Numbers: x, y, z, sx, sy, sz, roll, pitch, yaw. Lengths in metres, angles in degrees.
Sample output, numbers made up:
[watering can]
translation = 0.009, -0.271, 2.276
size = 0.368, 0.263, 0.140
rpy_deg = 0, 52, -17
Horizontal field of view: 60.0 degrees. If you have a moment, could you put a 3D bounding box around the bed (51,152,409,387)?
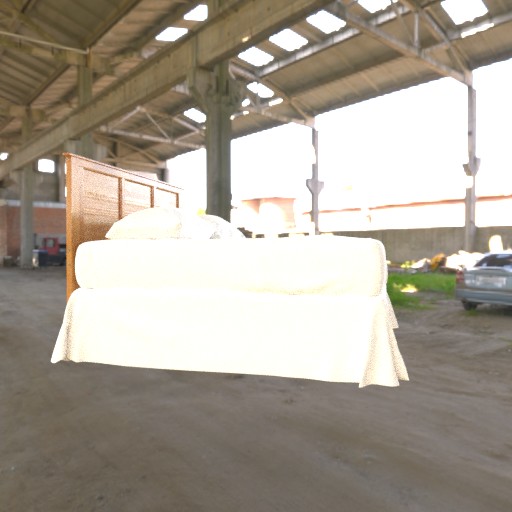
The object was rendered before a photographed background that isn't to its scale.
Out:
[bed]
translation = 0.000, 0.000, 3.233
size = 2.035, 1.273, 1.870
rpy_deg = 0, 1, 16
